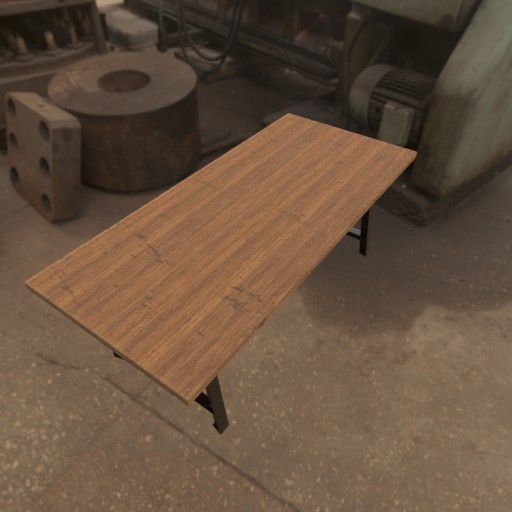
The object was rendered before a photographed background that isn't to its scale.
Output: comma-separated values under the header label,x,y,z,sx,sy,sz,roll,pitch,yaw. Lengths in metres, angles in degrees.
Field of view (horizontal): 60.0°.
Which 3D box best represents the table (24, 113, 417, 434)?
label,x,y,z,sx,sy,sz,roll,pitch,yaw
table,0.000,0.000,2.699,1.000,0.757,2.200,26,48,26
